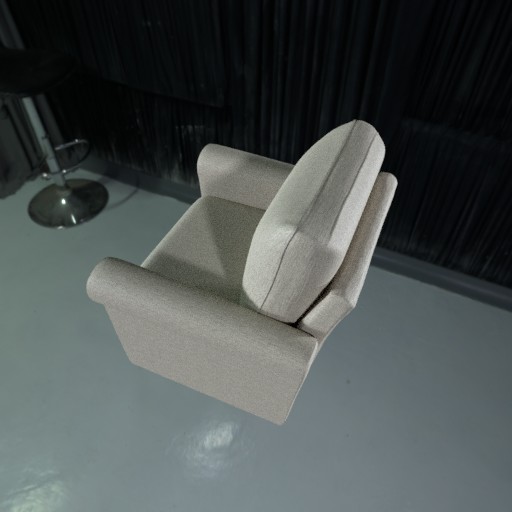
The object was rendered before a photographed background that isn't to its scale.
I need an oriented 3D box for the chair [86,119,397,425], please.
[{"bbox_3d":[0.000,0.000,2.373,1.180,1.349,1.275,17,49,16],"label":"chair"}]
